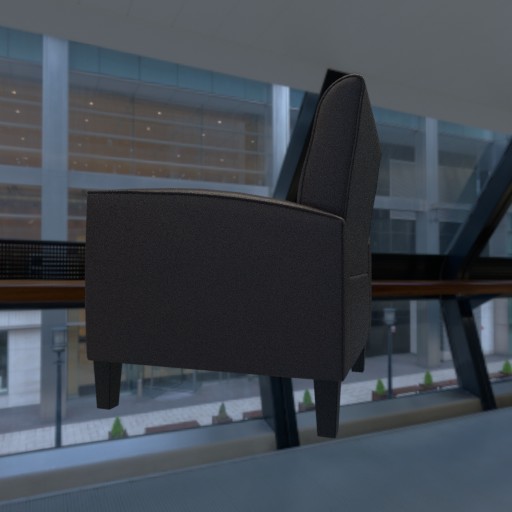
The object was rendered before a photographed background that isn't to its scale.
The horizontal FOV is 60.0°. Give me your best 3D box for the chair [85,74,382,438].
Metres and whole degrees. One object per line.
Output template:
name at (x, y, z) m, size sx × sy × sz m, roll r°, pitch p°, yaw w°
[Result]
chair at (0.000, 0.000, 1.559) m, size 0.819 × 0.916 × 0.820 m, roll 0°, pitch -1°, yaw 19°
